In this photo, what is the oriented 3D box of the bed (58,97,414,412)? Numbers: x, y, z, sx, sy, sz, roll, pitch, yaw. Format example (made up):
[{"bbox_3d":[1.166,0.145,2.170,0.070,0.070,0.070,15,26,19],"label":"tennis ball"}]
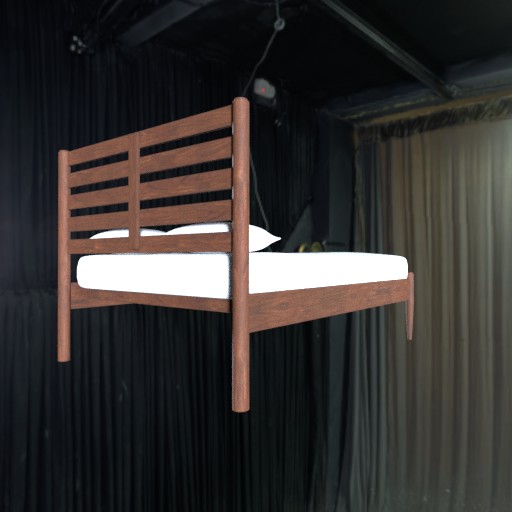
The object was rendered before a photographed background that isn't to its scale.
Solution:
[{"bbox_3d":[0.000,0.000,3.102,1.509,1.304,2.093,0,0,38],"label":"bed"}]
